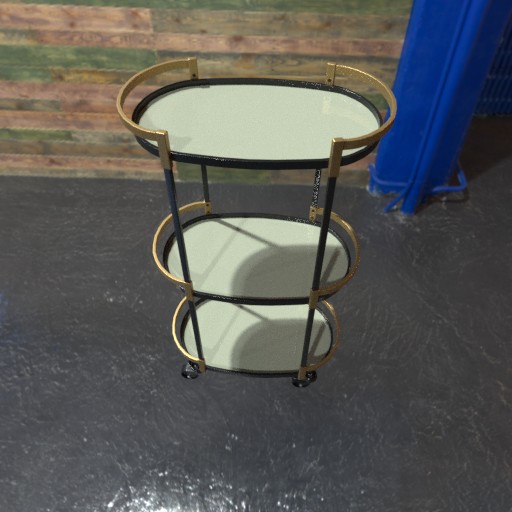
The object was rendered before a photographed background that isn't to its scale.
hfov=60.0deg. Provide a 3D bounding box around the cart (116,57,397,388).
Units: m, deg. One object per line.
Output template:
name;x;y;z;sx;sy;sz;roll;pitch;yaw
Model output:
cart;0.000;0.000;1.147;0.515;0.885;0.311;3;47;3
